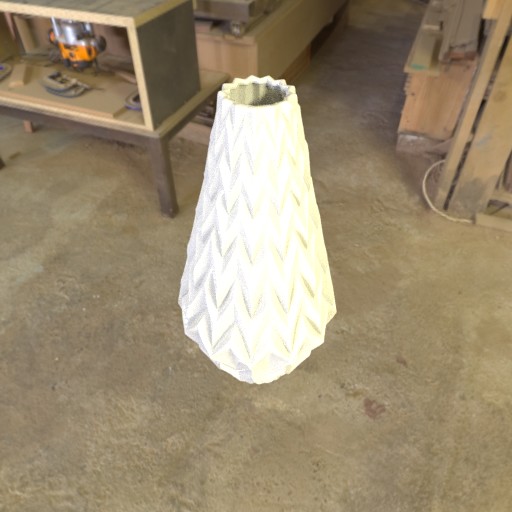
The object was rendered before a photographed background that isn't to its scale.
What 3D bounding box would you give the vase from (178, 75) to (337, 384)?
[{"bbox_3d":[0.000,0.000,0.426,0.167,0.328,0.167,0,45,0],"label":"vase"}]
